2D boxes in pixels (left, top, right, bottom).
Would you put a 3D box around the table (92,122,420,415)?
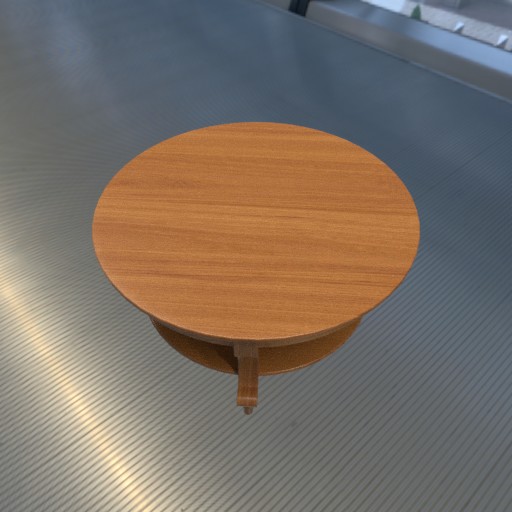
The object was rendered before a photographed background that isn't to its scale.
[{"bbox_3d":[0.000,0.000,1.603,1.029,0.490,1.029,0,46,0],"label":"table"}]
